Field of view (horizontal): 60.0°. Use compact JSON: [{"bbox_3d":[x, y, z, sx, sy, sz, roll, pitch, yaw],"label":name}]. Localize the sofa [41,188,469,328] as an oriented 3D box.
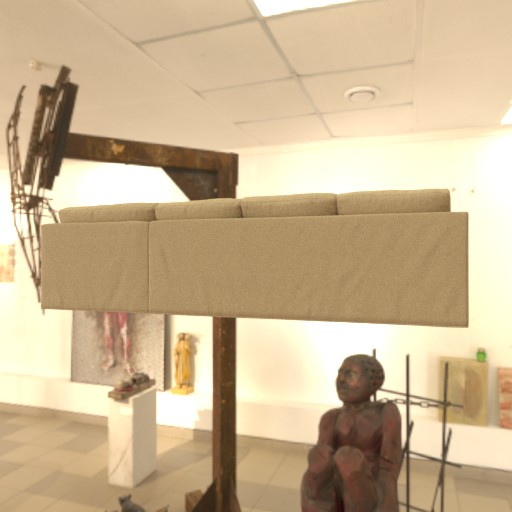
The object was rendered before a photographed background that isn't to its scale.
[{"bbox_3d":[0.000,0.000,3.857,3.177,0.867,1.622,0,0,18],"label":"sofa"}]
